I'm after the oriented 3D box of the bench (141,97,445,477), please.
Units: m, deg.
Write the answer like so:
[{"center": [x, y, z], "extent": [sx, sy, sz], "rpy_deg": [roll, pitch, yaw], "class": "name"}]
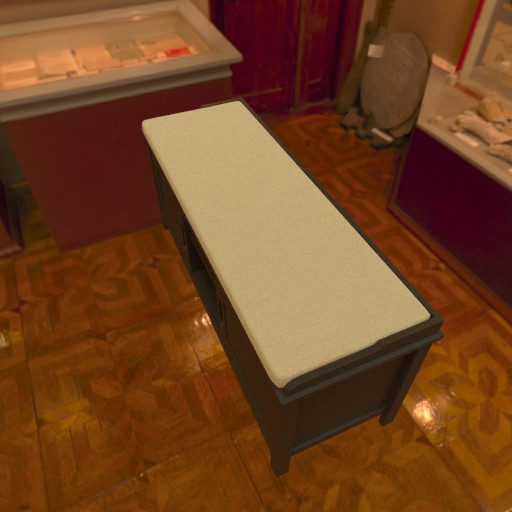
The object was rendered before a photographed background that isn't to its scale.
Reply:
[{"center": [0.000, 0.000, 1.423], "extent": [0.398, 0.501, 1.140], "rpy_deg": [-18, 48, -17], "class": "bench"}]
